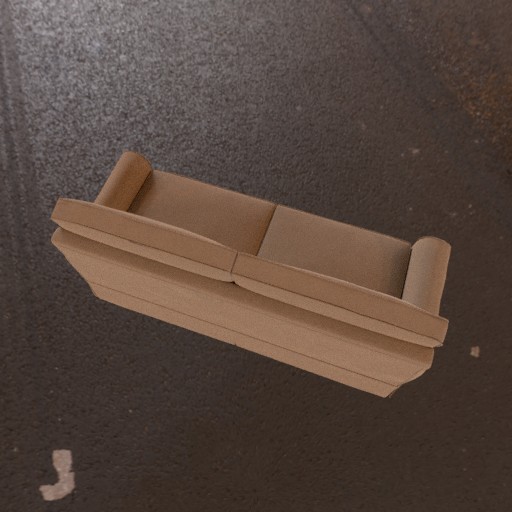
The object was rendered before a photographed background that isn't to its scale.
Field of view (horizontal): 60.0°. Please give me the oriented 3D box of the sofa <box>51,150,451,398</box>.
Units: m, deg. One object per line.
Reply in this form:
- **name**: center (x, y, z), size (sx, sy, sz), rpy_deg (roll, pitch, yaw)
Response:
- **sofa**: center (0.000, 0.000, 2.753), size (2.246, 1.014, 0.900), rpy_deg (17, 63, 9)
